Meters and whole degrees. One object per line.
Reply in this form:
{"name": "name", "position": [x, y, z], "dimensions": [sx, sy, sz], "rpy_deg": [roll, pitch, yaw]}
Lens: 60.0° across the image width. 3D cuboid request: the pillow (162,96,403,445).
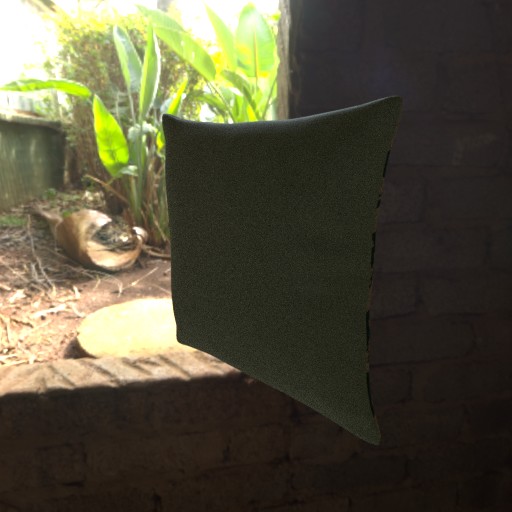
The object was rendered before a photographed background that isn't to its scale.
{"name": "pillow", "position": [0.000, 0.000, 0.792], "dimensions": [0.525, 0.508, 0.166], "rpy_deg": [14, 20, 43]}
